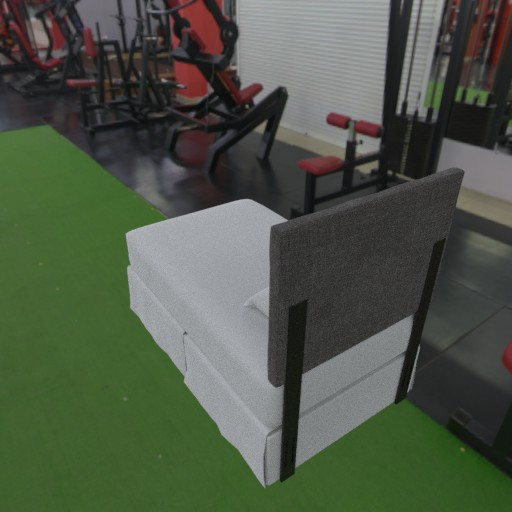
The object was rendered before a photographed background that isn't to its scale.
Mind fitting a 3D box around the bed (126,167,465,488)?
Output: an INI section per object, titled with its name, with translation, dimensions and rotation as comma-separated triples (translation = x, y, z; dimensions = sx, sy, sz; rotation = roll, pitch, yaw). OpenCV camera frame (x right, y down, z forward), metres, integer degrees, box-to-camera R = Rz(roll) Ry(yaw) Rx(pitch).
[bed]
translation = 0.000, 0.000, 2.970
dimensions = 1.261, 1.571, 1.997
rotation = -20, 36, -29
